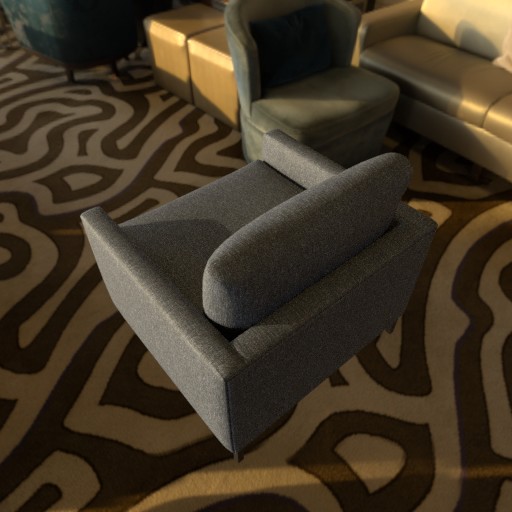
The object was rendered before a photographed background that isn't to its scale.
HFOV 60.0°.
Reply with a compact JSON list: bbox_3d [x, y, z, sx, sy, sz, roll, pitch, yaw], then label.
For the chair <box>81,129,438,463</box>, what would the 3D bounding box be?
[{"bbox_3d":[0.000,0.000,1.675,0.963,0.861,0.866,-31,53,-27],"label":"chair"}]
